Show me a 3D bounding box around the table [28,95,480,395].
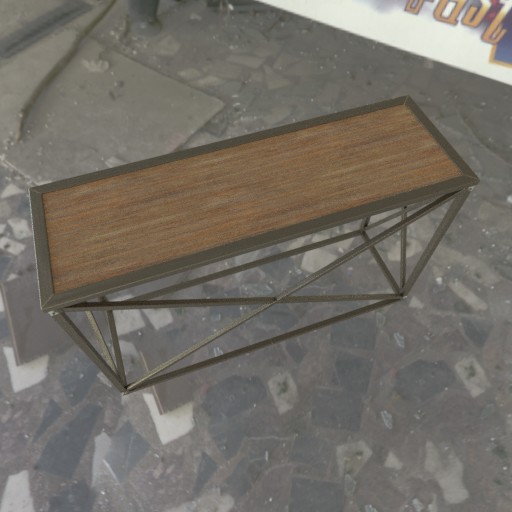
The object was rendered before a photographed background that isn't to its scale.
[{"bbox_3d":[0.000,0.000,1.569,1.216,0.753,0.402,-17,59,-10],"label":"table"}]
